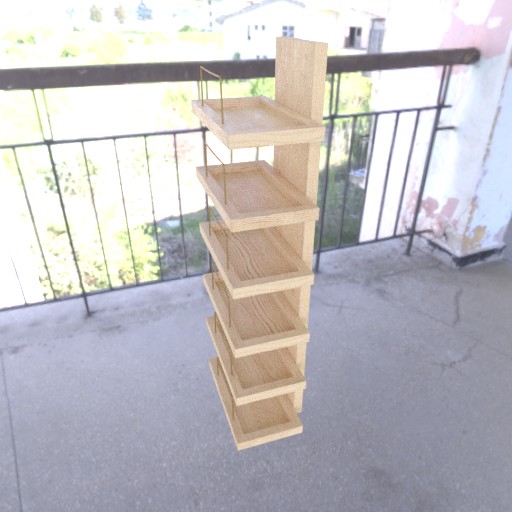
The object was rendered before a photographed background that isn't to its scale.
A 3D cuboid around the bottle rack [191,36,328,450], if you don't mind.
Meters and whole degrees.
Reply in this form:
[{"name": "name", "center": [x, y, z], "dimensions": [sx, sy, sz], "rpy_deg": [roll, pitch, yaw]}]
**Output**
[{"name": "bottle rack", "center": [0.000, 0.000, 1.076], "dimensions": [0.206, 0.943, 0.330], "rpy_deg": [-9, 31, -16]}]
